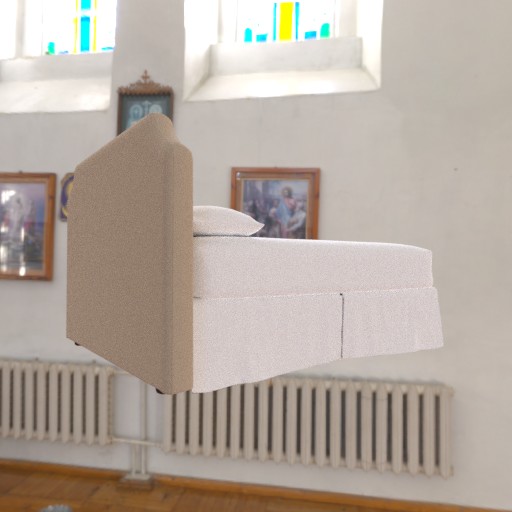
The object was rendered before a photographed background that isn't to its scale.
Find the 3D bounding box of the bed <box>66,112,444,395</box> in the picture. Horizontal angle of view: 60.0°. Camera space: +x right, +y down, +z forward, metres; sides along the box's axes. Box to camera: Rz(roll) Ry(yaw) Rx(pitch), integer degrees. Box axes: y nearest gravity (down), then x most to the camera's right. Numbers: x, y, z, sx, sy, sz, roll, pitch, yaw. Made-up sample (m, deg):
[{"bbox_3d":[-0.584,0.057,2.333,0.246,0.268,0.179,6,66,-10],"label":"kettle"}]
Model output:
[{"bbox_3d":[0.000,0.000,3.218,2.204,1.301,1.828,1,-1,-36],"label":"bed"}]
